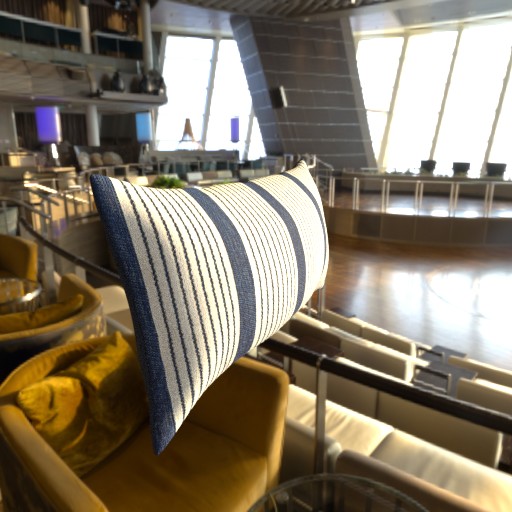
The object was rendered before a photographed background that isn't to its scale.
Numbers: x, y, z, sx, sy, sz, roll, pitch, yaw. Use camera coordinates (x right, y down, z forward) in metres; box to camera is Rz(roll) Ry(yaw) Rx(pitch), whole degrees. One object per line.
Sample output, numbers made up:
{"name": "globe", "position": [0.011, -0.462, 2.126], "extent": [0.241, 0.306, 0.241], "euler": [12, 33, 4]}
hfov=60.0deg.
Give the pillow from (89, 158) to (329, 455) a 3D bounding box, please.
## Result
{"name": "pillow", "position": [0.000, 0.000, 0.708], "extent": [0.156, 0.292, 0.608], "euler": [7, 16, 24]}
